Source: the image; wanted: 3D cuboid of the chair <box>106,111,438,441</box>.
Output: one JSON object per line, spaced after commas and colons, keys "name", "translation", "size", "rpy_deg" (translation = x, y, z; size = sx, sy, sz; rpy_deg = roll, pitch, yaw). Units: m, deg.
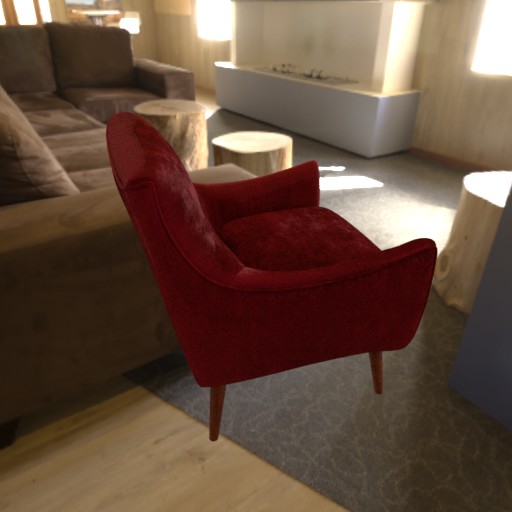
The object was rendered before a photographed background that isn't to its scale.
{"name": "chair", "translation": [0.000, 0.000, 1.410], "size": [0.787, 0.838, 0.762], "rpy_deg": [-10, 31, -16]}
